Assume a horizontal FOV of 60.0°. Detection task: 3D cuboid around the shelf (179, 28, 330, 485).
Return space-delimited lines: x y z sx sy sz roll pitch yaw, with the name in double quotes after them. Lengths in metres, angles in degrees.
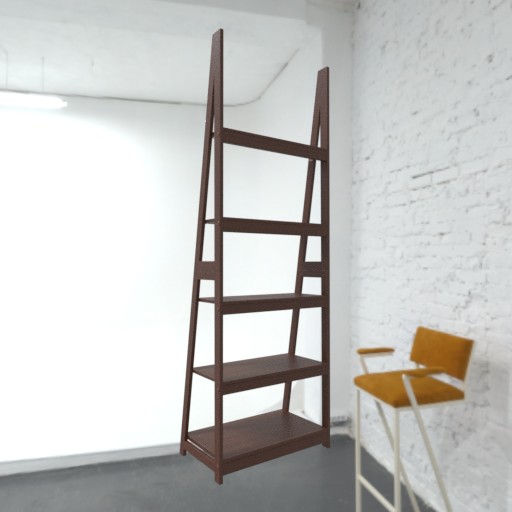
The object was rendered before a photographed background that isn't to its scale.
0.000 0.000 2.032 0.600 1.770 0.350 1 -1 -36 "shelf"
